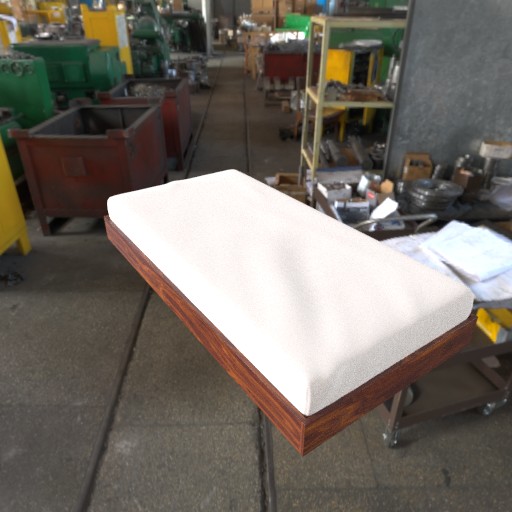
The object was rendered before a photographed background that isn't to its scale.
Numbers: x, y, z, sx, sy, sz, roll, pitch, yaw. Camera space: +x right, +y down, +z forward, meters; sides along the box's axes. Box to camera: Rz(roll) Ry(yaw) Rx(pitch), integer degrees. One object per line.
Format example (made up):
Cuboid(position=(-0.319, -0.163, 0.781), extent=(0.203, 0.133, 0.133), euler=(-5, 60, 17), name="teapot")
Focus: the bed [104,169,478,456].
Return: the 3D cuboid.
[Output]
Cuboid(position=(0.000, 0.000, 2.253), extent=(0.940, 0.312, 1.860), euler=(-20, 35, -30), name="bed")
